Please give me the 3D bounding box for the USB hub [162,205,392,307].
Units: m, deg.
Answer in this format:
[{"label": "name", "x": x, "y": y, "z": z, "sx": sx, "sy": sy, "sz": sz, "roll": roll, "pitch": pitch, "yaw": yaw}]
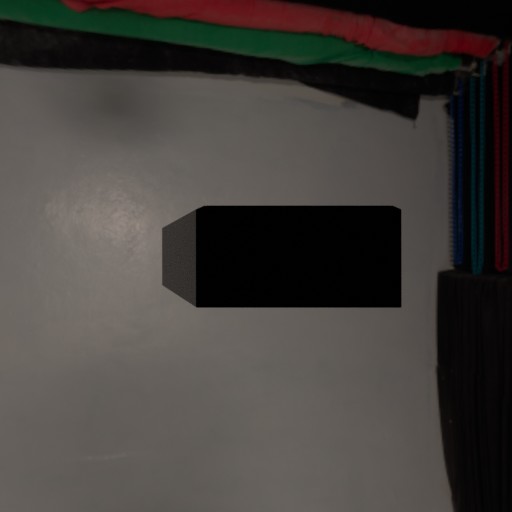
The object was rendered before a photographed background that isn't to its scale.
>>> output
[{"label": "USB hub", "x": 0.000, "y": 0.000, "z": 0.130, "sx": 0.044, "sy": 0.023, "sz": 0.110, "roll": 0, "pitch": 0, "yaw": -18}]
